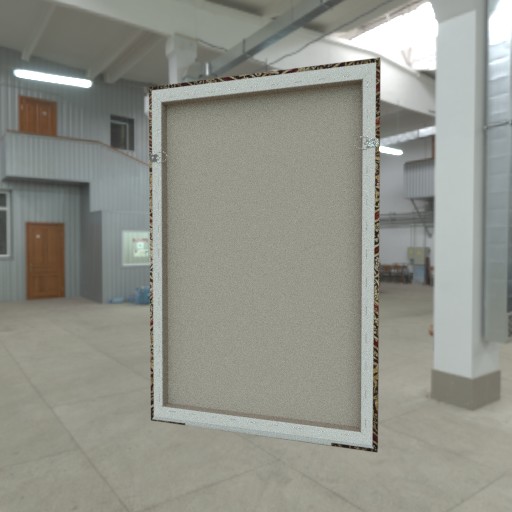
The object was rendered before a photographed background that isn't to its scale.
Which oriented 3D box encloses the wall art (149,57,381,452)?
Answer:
[{"bbox_3d":[0.000,0.000,1.119,0.599,0.904,0.030,0,1,18],"label":"wall art"}]
